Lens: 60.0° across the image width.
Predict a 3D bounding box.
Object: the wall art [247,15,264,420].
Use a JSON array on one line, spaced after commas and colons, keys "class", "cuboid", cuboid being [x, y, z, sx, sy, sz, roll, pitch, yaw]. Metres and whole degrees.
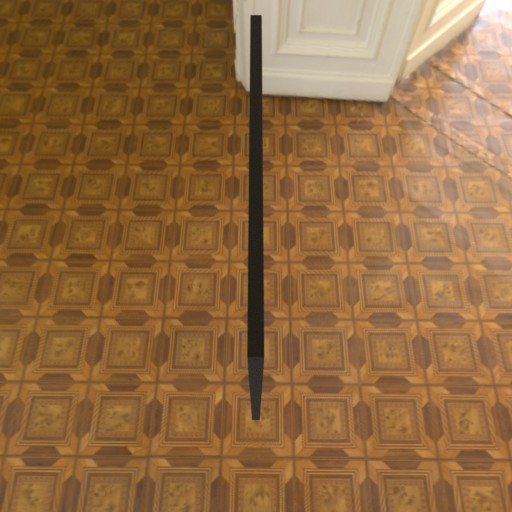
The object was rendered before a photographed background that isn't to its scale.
[{"class": "wall art", "cuboid": [0.000, 0.000, 0.497, 0.010, 0.361, 0.311, 0, 64, 0]}]
